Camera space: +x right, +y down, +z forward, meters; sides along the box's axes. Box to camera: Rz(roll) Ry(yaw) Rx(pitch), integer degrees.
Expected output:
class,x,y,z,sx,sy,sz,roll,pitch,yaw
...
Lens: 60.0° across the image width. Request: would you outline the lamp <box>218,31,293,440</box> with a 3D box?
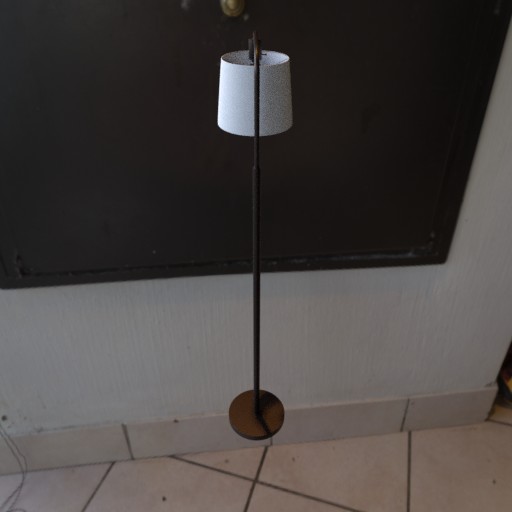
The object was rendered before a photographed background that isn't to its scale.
class,x,y,z,sx,sy,sz,roll,pitch,yaw
lamp,0.000,0.000,1.648,0.254,1.478,0.508,-1,32,-1
